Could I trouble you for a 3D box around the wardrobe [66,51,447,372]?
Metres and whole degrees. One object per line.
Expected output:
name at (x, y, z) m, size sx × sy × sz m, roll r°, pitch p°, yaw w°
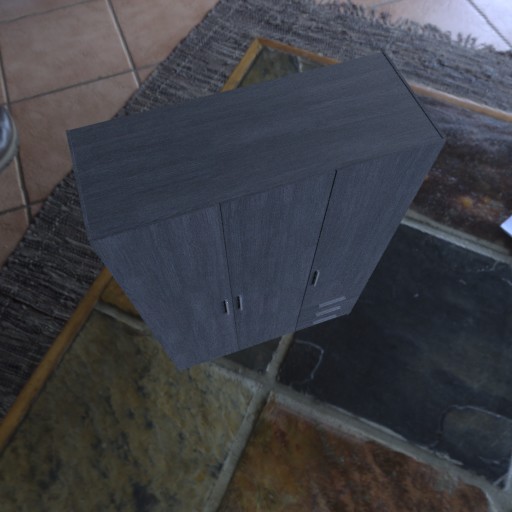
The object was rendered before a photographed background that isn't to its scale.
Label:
wardrobe at (0.000, 0.000, 2.453) m, size 1.290 × 1.910 × 0.510 m, roll -17°, pitch 64°, yaw -9°
